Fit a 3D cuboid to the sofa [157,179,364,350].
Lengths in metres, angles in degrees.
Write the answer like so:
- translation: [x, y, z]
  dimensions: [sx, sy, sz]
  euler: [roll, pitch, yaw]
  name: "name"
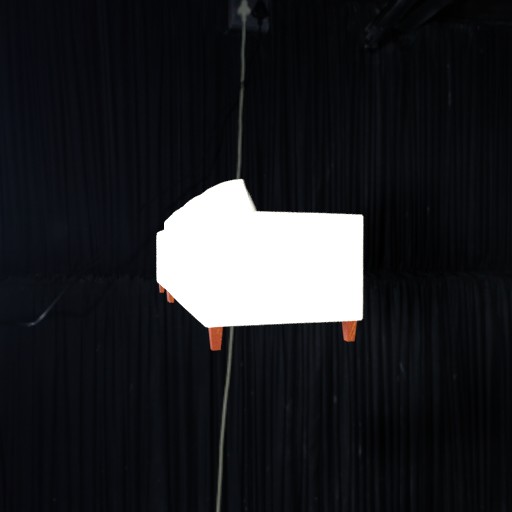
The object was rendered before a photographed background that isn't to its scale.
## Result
- translation: [0.000, 0.000, 4.188]
  dimensions: [1.603, 0.954, 3.471]
  euler: [0, 1, -17]
  name: "sofa"
